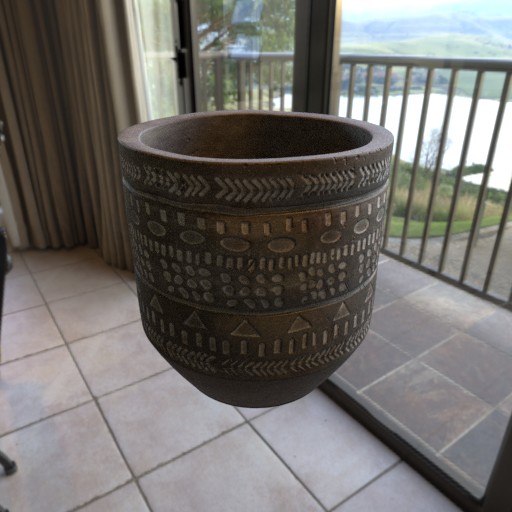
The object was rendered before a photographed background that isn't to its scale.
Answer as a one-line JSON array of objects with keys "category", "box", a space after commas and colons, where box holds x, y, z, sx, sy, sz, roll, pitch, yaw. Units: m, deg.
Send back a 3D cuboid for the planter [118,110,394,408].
[{"category": "planter", "box": [0.000, 0.000, 0.266, 0.142, 0.149, 0.142, 0, 26, 0]}]
